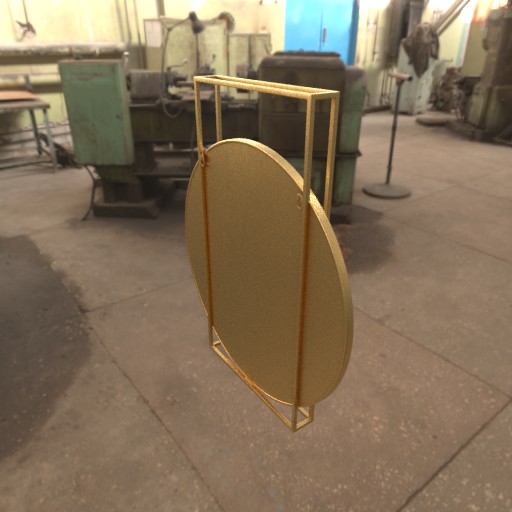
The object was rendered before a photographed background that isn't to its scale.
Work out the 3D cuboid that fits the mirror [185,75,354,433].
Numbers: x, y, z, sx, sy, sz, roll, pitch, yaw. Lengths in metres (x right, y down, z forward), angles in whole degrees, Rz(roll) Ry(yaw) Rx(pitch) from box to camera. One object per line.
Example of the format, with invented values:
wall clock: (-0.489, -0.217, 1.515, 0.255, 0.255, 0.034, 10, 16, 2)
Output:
mirror: (0.000, 0.000, 0.826, 0.051, 0.603, 0.508, -18, 32, -31)
